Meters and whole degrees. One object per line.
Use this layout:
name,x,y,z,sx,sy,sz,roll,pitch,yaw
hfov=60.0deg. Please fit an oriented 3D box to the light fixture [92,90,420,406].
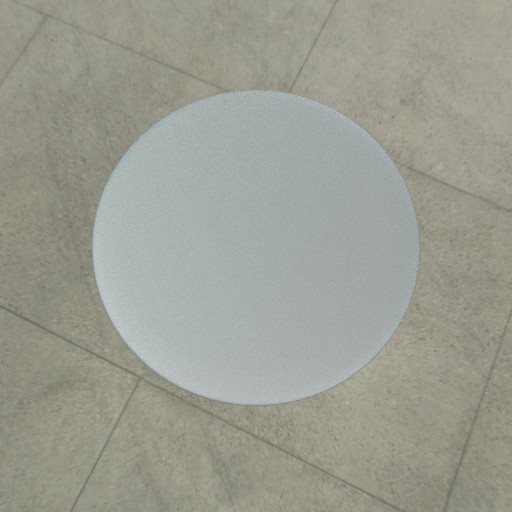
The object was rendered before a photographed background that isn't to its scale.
light fixture,0.000,0.000,0.639,0.393,0.229,0.393,0,76,0
